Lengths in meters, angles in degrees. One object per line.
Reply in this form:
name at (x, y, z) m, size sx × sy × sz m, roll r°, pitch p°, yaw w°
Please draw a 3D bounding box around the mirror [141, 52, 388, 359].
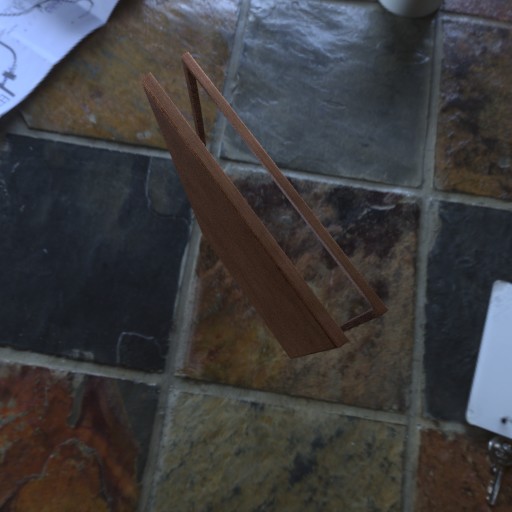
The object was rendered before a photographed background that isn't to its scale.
mirror at (0.000, 0.000, 0.969) m, size 0.082 × 0.768 × 0.468 m, roll -34°, pitch 78°, yaw -8°
